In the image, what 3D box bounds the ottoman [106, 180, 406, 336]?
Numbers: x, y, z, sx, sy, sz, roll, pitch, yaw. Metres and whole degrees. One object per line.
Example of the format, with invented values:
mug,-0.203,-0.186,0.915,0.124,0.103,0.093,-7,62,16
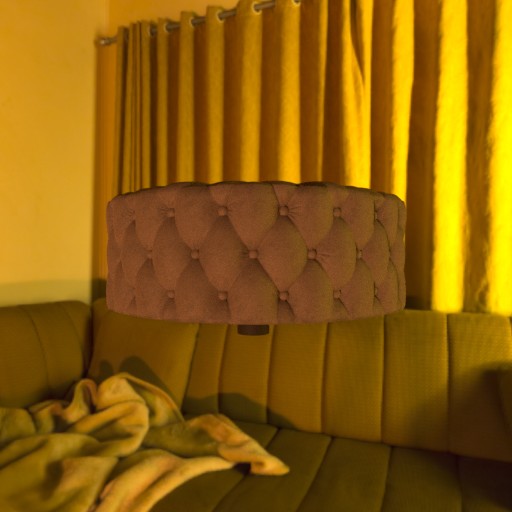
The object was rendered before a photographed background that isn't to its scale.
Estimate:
ottoman,0.000,0.000,1.547,0.998,0.399,0.998,0,0,0
